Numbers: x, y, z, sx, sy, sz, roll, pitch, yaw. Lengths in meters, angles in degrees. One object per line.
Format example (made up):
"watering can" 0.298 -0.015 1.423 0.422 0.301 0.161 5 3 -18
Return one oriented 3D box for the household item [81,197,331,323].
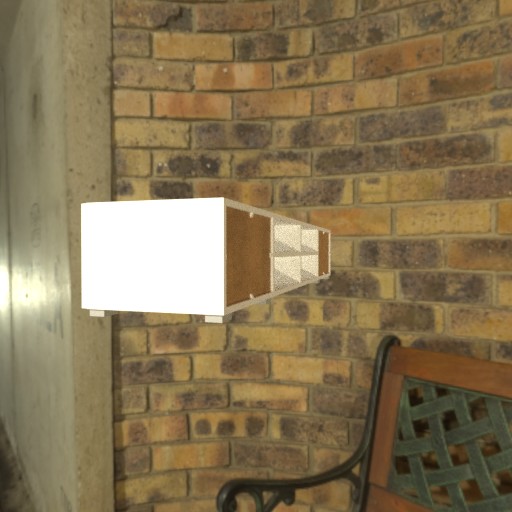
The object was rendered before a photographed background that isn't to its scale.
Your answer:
"household item" 0.000 0.000 2.034 0.420 0.310 1.850 0 1 18
